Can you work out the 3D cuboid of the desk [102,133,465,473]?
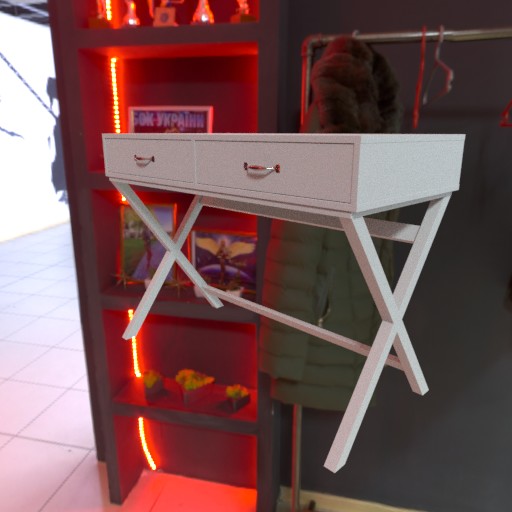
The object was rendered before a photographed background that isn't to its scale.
[{"bbox_3d":[0.000,0.000,1.470,0.525,0.780,1.057,-15,22,-43],"label":"desk"}]
